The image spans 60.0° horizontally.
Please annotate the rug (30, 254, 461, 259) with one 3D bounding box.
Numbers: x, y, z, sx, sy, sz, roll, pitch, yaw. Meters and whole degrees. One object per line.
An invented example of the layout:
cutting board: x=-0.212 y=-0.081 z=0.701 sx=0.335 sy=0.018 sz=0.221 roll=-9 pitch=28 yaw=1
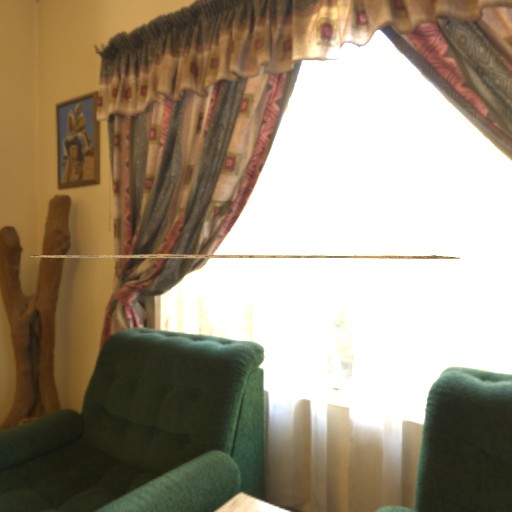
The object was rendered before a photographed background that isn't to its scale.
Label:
rug: x=0.000 y=0.000 z=2.146 sx=1.698 sy=0.013 sz=1.072 roll=0 pitch=0 yaw=18
